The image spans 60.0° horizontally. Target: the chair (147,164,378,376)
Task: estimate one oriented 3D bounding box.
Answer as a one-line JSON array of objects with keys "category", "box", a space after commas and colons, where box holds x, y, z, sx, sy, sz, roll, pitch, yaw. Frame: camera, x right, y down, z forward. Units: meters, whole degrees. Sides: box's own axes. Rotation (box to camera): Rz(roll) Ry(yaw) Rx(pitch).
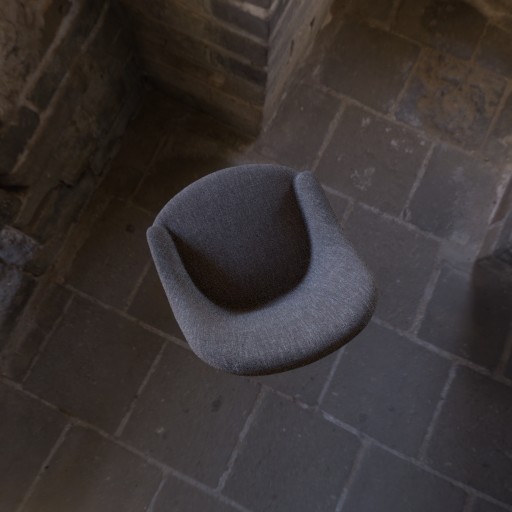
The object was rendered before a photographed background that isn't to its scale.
[{"category": "chair", "box": [0.000, 0.000, 1.430, 0.671, 0.950, 0.712, -21, 77, -5]}]
